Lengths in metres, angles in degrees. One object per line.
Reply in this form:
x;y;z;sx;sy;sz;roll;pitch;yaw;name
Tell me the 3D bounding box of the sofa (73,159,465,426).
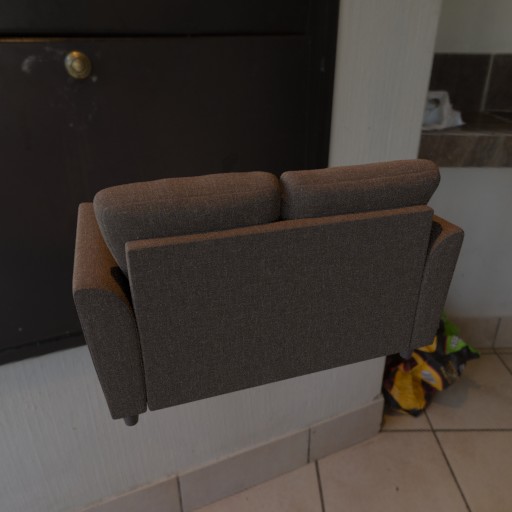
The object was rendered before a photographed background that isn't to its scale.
0.000;0.000;1.935;1.423;0.885;0.851;-8;27;-17;sofa
